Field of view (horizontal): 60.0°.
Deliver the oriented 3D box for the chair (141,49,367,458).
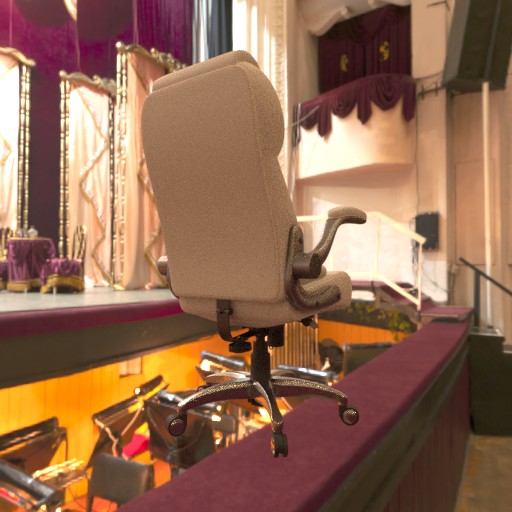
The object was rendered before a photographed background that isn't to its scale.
[{"bbox_3d":[0.000,0.000,1.817,0.755,1.330,0.806,-1,-1,36],"label":"chair"}]
